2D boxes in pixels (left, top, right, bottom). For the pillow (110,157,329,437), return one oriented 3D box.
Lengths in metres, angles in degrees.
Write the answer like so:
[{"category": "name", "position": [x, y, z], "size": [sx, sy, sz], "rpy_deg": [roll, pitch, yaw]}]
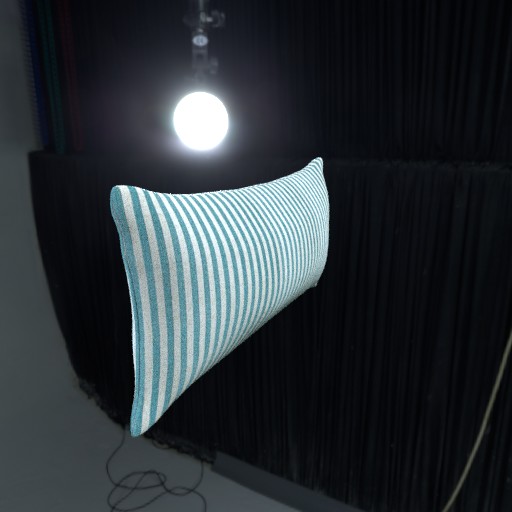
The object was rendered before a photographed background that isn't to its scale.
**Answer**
[{"category": "pillow", "position": [0.000, 0.000, 0.741], "size": [0.151, 0.295, 0.617], "rpy_deg": [8, 17, 26]}]
